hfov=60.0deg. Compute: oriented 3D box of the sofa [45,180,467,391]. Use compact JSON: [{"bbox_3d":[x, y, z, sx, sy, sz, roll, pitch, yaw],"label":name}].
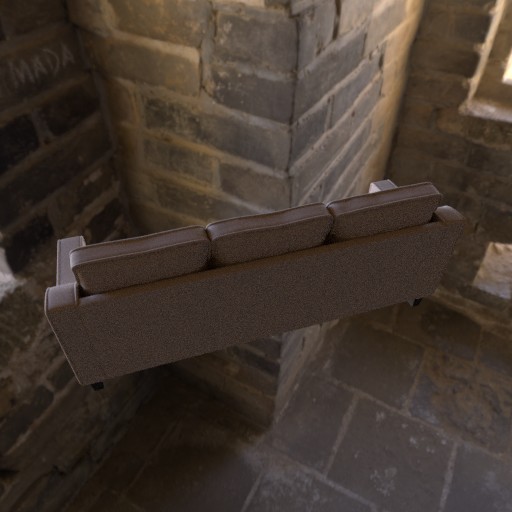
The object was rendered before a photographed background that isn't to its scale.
[{"bbox_3d":[0.000,0.000,2.582,2.131,0.902,0.791,-12,42,-14],"label":"sofa"}]
